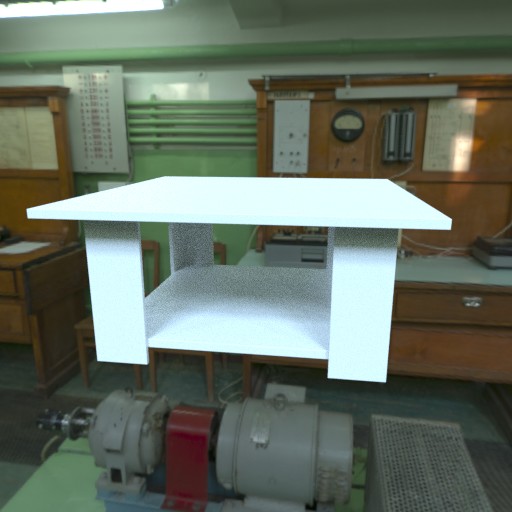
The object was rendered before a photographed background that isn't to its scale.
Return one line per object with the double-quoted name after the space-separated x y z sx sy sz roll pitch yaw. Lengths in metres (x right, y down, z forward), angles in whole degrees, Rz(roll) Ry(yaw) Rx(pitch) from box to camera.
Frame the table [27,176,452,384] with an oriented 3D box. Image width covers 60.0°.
0.000 0.000 1.047 0.670 0.305 0.670 2 15 8 "table"
